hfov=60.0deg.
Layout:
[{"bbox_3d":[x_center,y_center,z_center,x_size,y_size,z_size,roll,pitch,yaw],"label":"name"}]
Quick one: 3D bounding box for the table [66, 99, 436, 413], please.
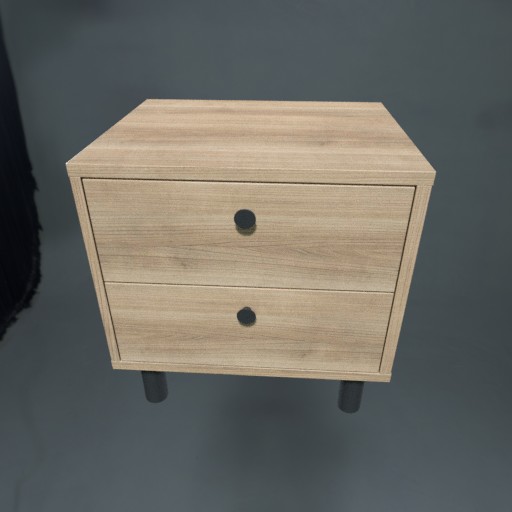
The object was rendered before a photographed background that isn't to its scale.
[{"bbox_3d":[0.000,0.000,0.799,0.445,0.460,0.380,2,31,3],"label":"table"}]
